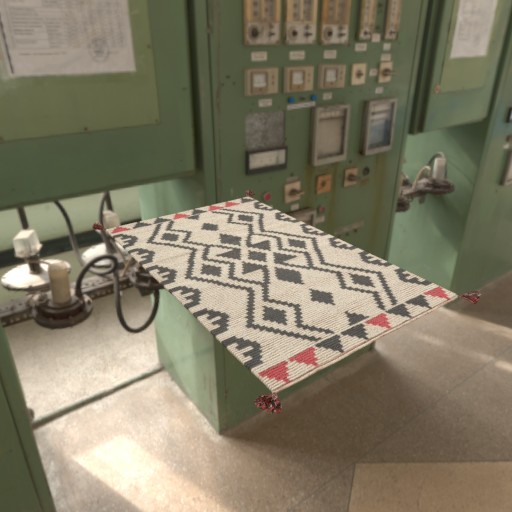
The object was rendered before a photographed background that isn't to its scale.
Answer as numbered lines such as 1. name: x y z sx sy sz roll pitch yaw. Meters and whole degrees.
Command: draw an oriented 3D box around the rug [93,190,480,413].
1. rug: 0.000 0.000 3.380 1.741 0.066 2.672 -18 31 -31
